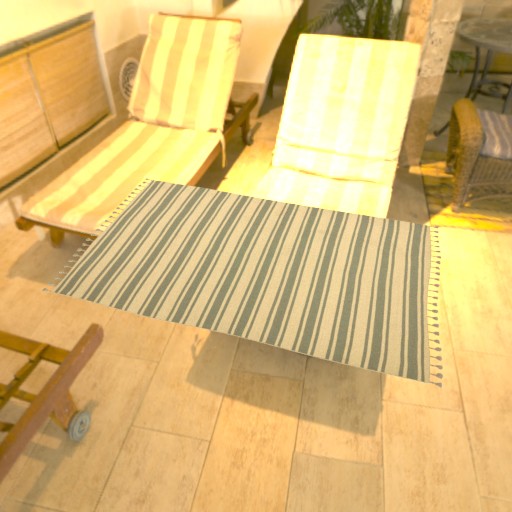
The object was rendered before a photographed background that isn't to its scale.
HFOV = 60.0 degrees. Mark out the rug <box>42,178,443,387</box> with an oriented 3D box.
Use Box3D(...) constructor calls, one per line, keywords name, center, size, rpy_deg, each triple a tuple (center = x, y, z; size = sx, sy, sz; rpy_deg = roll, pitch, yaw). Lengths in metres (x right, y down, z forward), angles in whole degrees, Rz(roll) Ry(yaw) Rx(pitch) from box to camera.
Box3D(name="rug", center=(0.000, 0.000, 2.601), size=(2.084, 0.009, 1.222), rpy_deg=(11, 42, 13))
